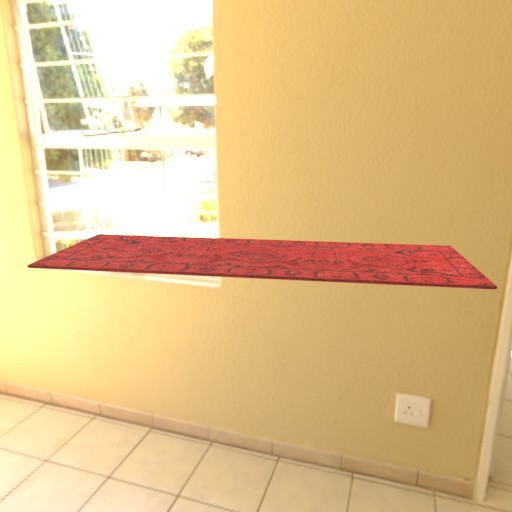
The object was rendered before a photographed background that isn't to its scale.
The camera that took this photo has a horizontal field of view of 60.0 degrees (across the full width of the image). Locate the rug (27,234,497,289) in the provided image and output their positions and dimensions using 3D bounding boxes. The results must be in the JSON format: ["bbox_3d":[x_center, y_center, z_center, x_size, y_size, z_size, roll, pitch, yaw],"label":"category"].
[{"bbox_3d":[0.000,0.000,2.661,2.439,0.018,0.813,2,15,8],"label":"rug"}]
